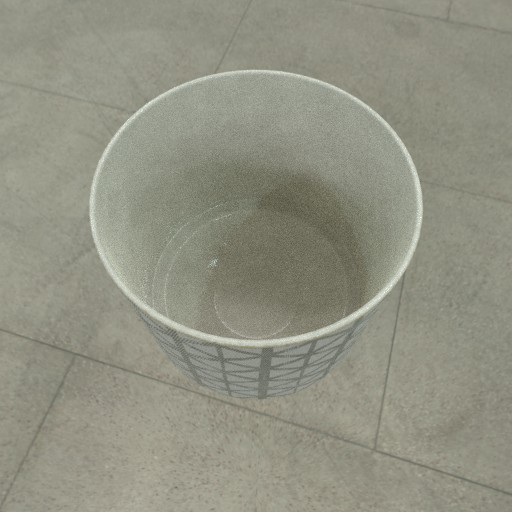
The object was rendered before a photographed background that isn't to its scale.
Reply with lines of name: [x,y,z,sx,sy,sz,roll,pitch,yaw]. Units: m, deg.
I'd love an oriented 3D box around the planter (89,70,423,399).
planter: [0.000,0.000,0.441,0.250,0.239,0.250,0,63,0]
